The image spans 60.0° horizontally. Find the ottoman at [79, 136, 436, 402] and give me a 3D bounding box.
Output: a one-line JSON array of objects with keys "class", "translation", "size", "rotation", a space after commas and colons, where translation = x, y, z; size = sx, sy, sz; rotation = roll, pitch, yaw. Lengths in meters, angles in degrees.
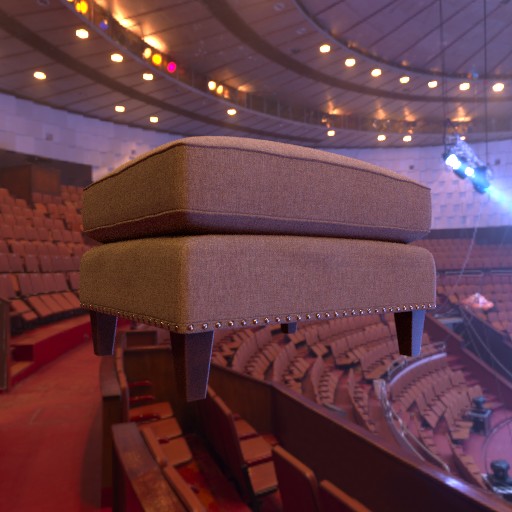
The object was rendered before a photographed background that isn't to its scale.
[{"class": "ottoman", "translation": [0.000, 0.000, 1.156], "size": [0.741, 0.513, 0.584], "rotation": [1, -2, -37]}]
